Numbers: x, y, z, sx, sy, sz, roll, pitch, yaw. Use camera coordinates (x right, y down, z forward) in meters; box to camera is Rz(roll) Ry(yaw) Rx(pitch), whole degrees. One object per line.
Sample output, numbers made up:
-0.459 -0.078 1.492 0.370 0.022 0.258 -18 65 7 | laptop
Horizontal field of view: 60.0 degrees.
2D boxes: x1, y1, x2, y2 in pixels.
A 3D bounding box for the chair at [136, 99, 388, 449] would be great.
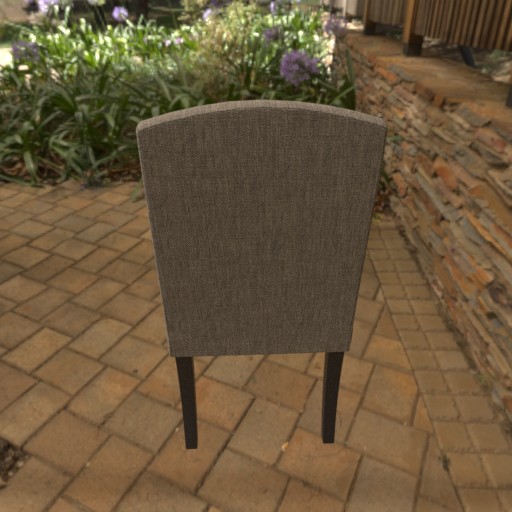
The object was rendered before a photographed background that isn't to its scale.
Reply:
0.000 0.000 1.217 0.451 0.917 0.580 -1 30 -2 | chair
